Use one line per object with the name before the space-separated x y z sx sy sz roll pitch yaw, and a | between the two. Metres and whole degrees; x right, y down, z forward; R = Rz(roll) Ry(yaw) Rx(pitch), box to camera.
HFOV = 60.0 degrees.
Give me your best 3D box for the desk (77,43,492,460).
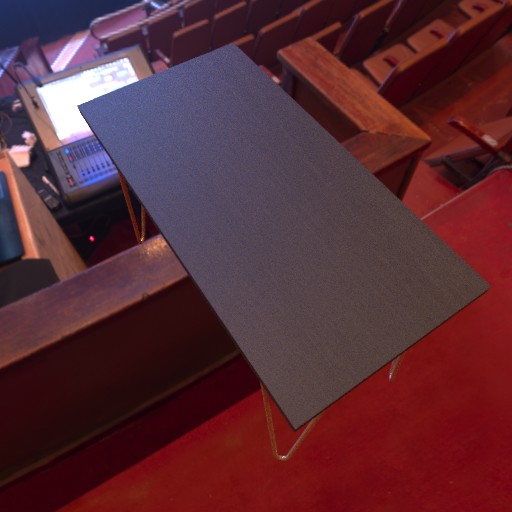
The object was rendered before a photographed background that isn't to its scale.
desk | 0.000 0.000 1.331 0.499 0.660 0.991 -30 63 -17
